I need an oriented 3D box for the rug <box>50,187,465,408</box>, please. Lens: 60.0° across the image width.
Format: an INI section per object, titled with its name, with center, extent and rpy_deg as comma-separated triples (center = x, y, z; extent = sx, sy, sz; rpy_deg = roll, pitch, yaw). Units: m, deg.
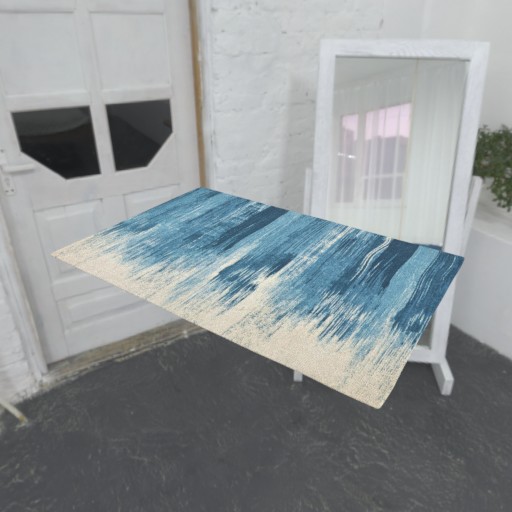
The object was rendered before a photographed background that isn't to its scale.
[rug]
center = 0.000, 0.000, 2.342
extent = 1.836, 0.009, 1.232
rpy_deg = 19, 34, 30
